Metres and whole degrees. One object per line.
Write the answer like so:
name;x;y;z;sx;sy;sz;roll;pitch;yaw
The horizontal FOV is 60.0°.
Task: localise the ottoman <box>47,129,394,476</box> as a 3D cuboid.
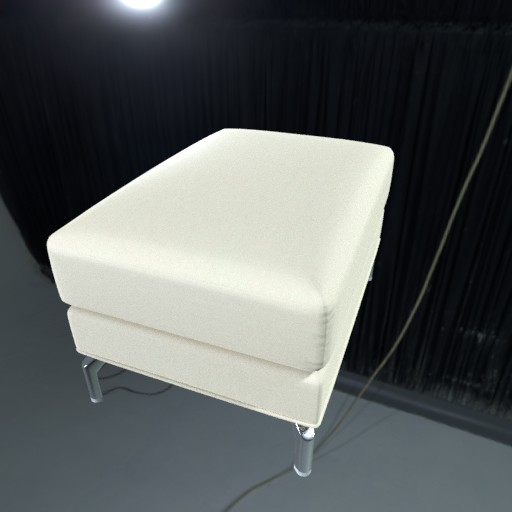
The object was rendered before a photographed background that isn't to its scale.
ottoman;0.000;0.000;1.194;0.581;0.497;0.835;12;33;18
